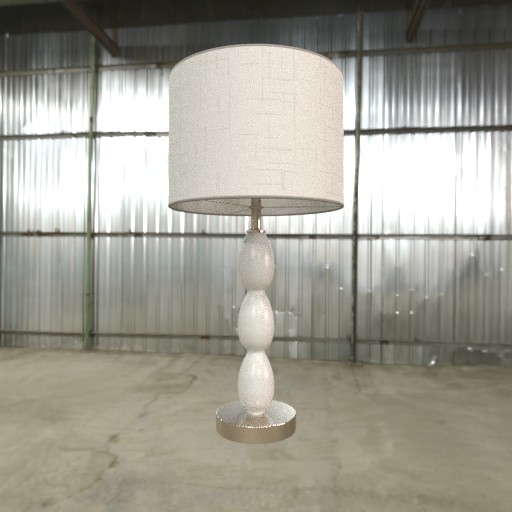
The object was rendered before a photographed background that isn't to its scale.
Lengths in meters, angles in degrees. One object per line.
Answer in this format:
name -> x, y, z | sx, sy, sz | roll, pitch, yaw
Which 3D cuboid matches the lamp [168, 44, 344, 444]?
lamp -> 0.000, 0.000, 0.722 | 0.282, 0.559, 0.280 | 0, 0, 36
